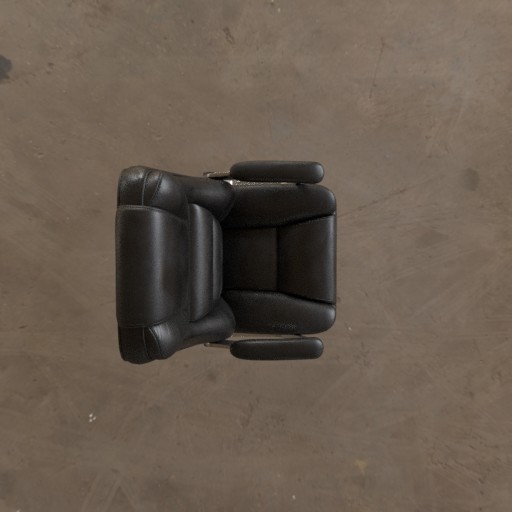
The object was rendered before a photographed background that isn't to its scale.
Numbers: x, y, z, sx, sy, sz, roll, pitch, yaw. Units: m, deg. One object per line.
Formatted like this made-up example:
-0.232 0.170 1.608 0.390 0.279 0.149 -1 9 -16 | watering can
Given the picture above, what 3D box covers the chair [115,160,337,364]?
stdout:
0.000 0.000 1.528 0.689 1.075 0.697 0 91 0 | chair
